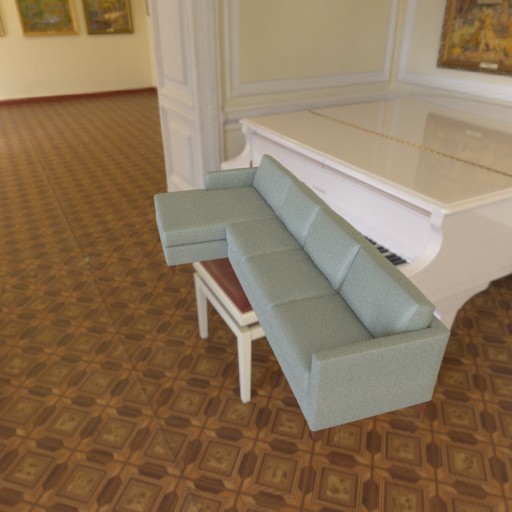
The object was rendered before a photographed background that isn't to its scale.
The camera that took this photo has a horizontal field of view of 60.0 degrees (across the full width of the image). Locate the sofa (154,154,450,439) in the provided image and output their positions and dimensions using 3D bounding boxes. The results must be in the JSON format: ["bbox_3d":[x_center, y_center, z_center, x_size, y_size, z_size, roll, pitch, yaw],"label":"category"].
[{"bbox_3d":[0.000,0.000,4.161,1.600,0.953,3.470,-8,31,-14],"label":"sofa"}]
